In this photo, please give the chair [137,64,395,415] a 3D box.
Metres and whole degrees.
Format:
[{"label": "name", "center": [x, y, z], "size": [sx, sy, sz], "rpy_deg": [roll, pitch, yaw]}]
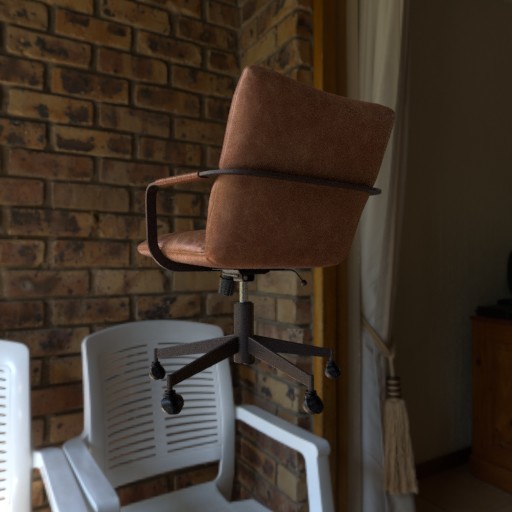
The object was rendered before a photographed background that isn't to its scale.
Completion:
[{"label": "chair", "center": [0.000, 0.000, 1.504], "size": [0.727, 0.922, 0.754], "rpy_deg": [0, -1, -36]}]
